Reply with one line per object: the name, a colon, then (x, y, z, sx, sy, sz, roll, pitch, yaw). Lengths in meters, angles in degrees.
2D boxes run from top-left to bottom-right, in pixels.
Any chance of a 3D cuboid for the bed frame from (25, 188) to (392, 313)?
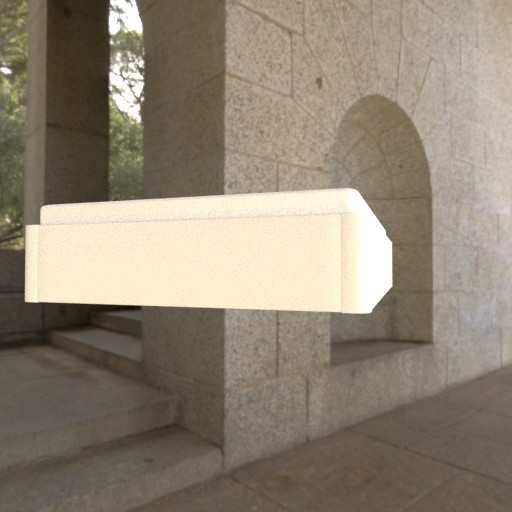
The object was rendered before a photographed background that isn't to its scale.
bed frame: (0.000, 0.000, 2.497, 1.400, 0.406, 1.900, 0, -1, 19)
